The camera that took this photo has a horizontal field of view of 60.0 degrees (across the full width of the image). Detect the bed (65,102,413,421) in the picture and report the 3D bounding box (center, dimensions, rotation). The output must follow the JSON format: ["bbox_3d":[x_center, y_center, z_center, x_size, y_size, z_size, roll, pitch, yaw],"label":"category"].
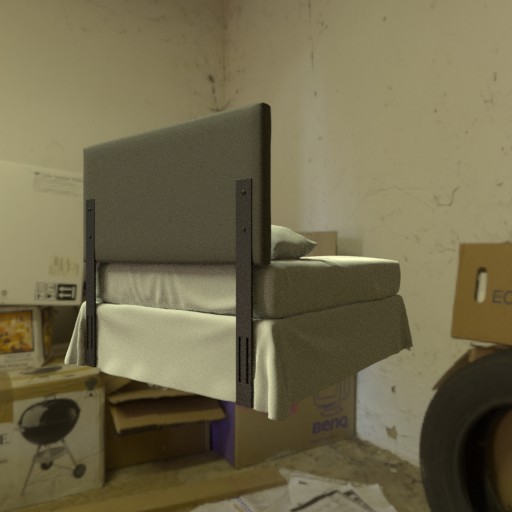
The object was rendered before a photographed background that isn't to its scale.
[{"bbox_3d":[0.000,0.000,3.543,1.936,1.577,2.222,0,0,37],"label":"bed"}]
